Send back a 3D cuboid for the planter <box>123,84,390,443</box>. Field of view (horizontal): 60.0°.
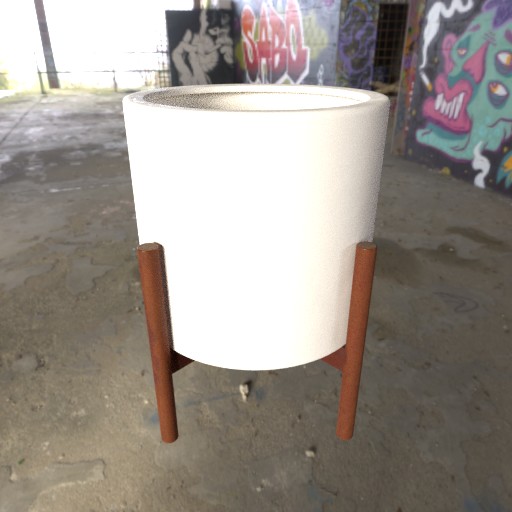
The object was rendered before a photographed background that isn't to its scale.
[{"bbox_3d":[0.000,0.000,0.843,0.421,0.581,0.420,1,26,2],"label":"planter"}]
